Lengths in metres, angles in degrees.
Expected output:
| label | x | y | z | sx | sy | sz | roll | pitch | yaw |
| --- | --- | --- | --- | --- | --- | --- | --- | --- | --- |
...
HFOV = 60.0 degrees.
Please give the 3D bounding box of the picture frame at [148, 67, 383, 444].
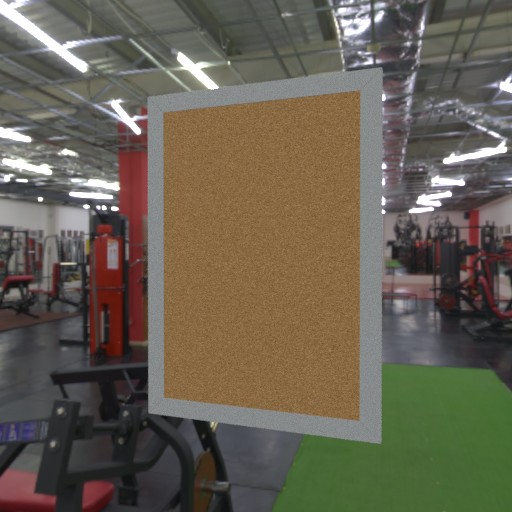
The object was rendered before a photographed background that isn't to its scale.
| label | x | y | z | sx | sy | sz | roll | pitch | yaw |
| --- | --- | --- | --- | --- | --- | --- | --- | --- | --- |
| picture frame | 0.000 | 0.000 | 0.596 | 0.326 | 0.459 | 0.011 | 0 | 1 | 18 |
